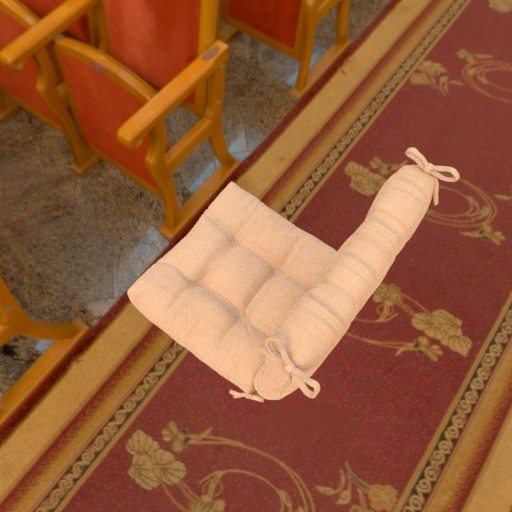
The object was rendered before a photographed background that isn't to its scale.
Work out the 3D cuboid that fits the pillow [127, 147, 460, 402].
[{"bbox_3d":[0.000,0.000,1.042,0.571,0.605,0.519,34,69,15],"label":"pillow"}]
